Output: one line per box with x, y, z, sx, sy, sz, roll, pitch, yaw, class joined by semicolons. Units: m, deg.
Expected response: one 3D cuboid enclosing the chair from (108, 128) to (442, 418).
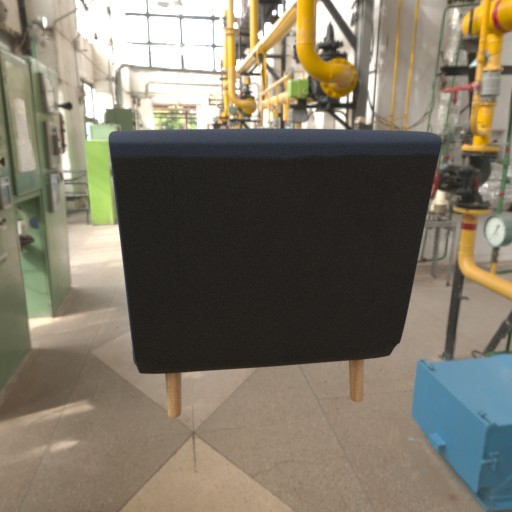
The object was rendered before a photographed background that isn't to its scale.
0.000;0.000;1.490;0.770;0.808;0.900;-2;15;-8;chair
